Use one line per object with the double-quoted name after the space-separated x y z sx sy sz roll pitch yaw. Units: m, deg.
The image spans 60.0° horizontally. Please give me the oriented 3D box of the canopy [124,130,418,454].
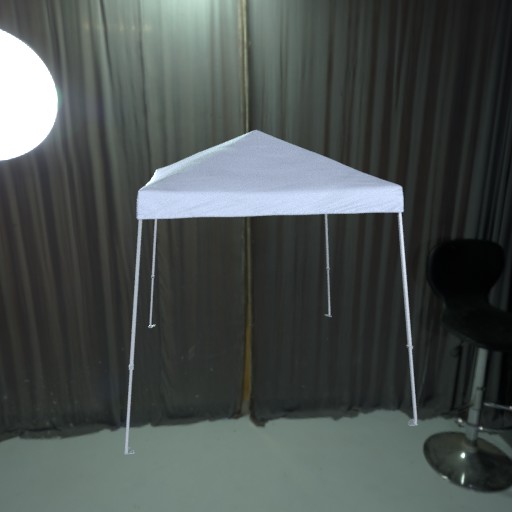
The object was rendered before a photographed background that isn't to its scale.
0.000 0.000 6.584 3.600 3.600 3.599 -2 16 -8 "canopy"
